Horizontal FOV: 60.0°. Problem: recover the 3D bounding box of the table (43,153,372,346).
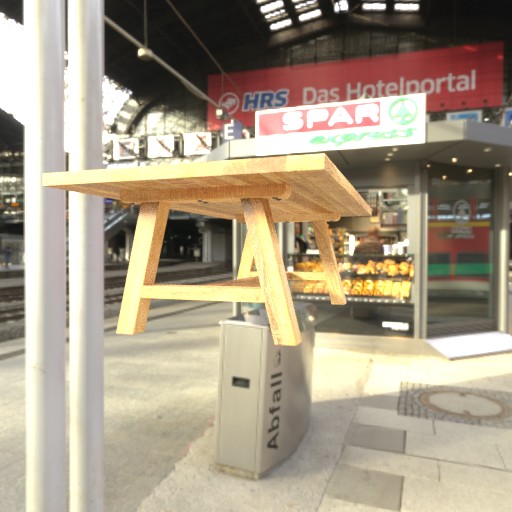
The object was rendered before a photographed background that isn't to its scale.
[{"bbox_3d":[0.000,0.000,1.693,0.760,0.455,1.320,0,1,19],"label":"table"}]
